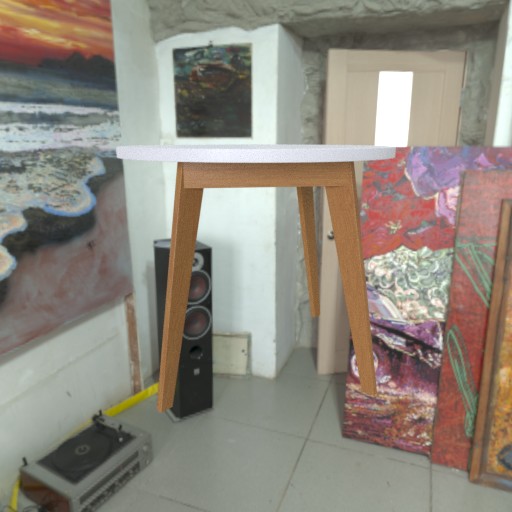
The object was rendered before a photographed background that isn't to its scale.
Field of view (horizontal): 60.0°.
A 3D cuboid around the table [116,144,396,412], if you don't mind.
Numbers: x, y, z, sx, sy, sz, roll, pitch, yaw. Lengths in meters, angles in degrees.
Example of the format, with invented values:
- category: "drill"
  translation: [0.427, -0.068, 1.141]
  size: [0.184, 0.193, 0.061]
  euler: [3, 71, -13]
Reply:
- category: "table"
  translation: [0.000, 0.000, 1.581]
  size: [0.896, 0.762, 0.896]
  euler: [0, 15, 0]
